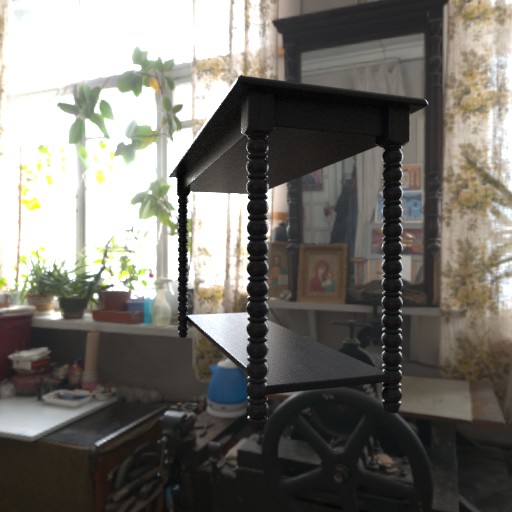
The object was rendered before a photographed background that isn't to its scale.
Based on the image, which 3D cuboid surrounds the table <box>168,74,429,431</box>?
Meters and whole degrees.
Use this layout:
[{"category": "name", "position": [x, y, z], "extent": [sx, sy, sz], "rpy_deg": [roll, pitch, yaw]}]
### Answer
[{"category": "table", "position": [0.000, 0.000, 1.511], "extent": [0.459, 0.735, 1.184], "rpy_deg": [0, 1, -18]}]
